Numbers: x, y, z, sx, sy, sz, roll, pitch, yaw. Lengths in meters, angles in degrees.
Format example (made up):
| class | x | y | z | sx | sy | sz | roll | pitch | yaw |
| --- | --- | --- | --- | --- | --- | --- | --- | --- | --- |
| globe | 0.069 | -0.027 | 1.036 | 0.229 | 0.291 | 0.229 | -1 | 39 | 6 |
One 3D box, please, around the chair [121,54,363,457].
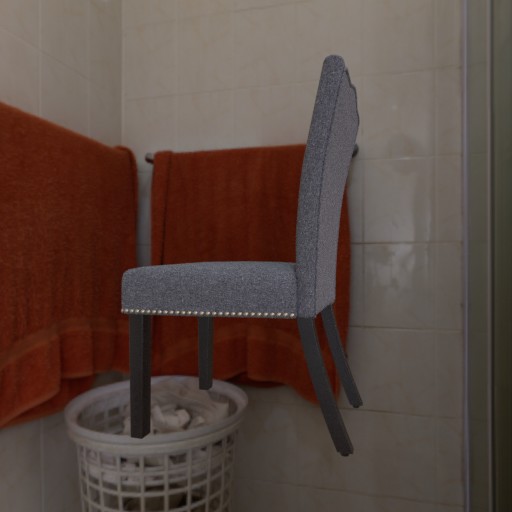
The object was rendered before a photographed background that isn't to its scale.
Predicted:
| class | x | y | z | sx | sy | sz | roll | pitch | yaw |
| --- | --- | --- | --- | --- | --- | --- | --- | --- | --- |
| chair | 0.000 | 0.000 | 1.299 | 0.589 | 0.946 | 0.518 | 0 | 0 | 17 |
